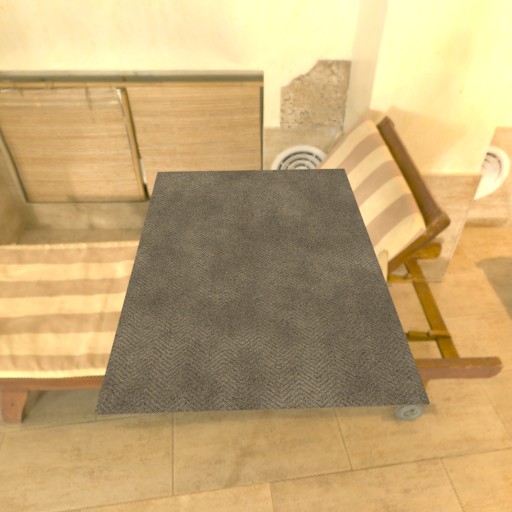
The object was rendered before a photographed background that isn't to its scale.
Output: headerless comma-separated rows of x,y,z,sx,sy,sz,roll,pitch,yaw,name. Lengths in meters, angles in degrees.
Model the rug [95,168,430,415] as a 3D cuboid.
0.000,0.000,2.952,1.600,0.008,2.235,-1,41,-1,rug
